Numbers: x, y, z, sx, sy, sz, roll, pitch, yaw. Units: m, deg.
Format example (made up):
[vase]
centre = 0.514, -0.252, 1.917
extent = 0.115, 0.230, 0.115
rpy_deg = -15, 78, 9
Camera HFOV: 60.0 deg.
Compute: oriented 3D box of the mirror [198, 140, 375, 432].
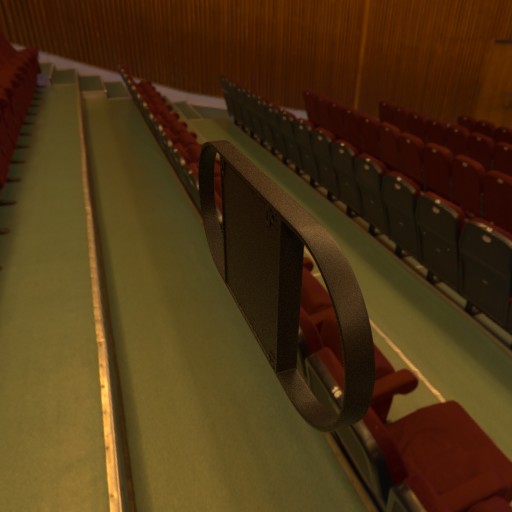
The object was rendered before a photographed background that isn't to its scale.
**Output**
[mirror]
centre = 0.000, 0.000, 0.671
extent = 0.032, 0.254, 0.584
rpy_deg = -11, 32, -18
